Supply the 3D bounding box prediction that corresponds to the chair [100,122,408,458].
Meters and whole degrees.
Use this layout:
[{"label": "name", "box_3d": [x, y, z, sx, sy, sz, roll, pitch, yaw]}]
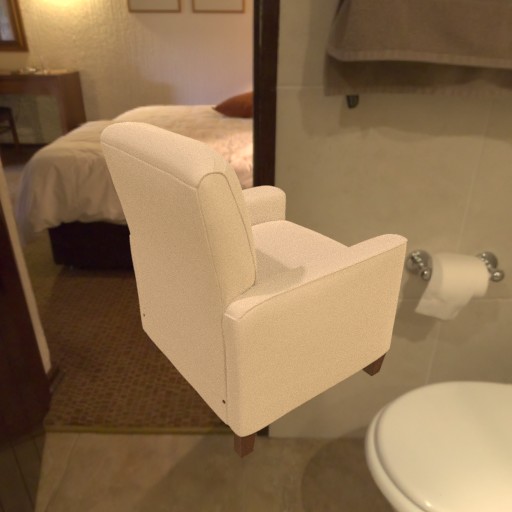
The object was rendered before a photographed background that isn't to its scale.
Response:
[{"label": "chair", "box_3d": [0.000, 0.000, 1.714, 0.858, 1.028, 0.841, -19, 32, -33]}]
